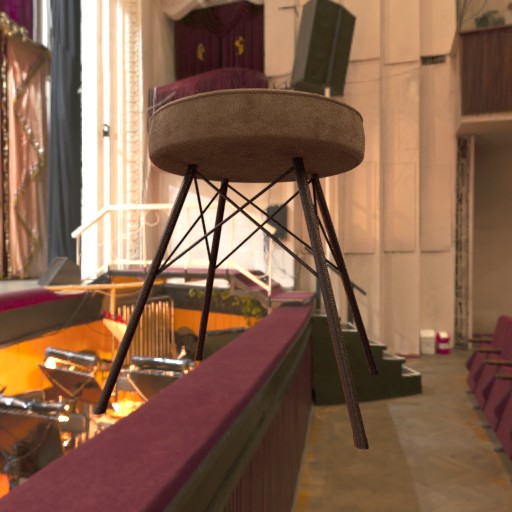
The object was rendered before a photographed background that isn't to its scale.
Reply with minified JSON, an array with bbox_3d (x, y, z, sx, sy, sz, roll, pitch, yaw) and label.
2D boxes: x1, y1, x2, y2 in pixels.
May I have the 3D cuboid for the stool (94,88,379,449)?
[{"bbox_3d":[0.000,0.000,0.877,0.457,0.538,0.423,0,0,18],"label":"stool"}]
